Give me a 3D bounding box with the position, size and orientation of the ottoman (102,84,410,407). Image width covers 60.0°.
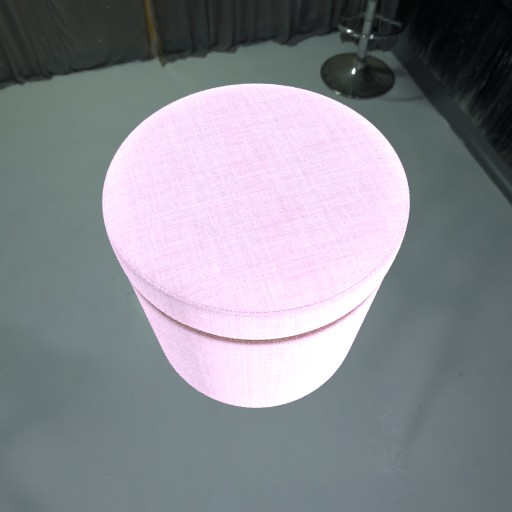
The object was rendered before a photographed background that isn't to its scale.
[{"bbox_3d":[0.000,0.000,0.732,0.400,0.406,0.400,0,57,0],"label":"ottoman"}]
